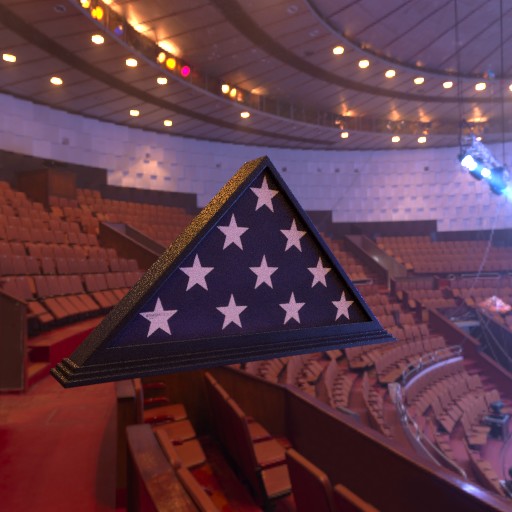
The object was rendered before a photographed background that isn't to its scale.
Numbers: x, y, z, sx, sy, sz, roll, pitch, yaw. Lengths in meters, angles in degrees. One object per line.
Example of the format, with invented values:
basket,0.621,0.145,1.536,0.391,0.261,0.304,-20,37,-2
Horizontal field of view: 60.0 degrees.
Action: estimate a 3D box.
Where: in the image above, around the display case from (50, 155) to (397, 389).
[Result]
display case,0.000,0.000,0.772,0.640,0.340,0.095,1,-2,-35
